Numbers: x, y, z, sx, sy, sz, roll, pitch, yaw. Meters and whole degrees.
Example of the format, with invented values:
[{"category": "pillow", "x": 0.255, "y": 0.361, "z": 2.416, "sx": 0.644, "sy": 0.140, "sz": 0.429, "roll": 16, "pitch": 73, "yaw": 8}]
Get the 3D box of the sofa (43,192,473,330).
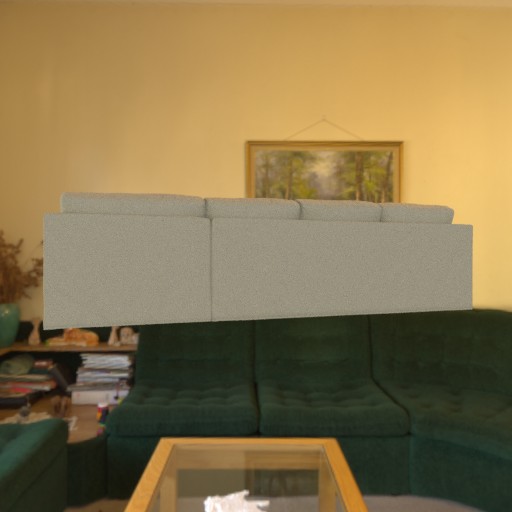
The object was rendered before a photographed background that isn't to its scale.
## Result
[{"category": "sofa", "x": 0.000, "y": 0.000, "z": 3.857, "sx": 3.177, "sy": 0.867, "sz": 1.622, "roll": 0, "pitch": 0, "yaw": -18}]
